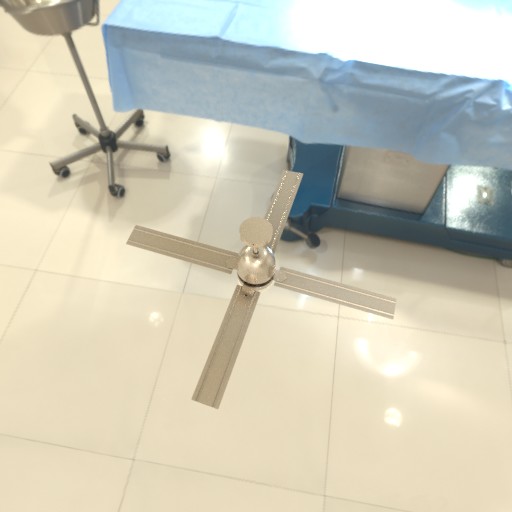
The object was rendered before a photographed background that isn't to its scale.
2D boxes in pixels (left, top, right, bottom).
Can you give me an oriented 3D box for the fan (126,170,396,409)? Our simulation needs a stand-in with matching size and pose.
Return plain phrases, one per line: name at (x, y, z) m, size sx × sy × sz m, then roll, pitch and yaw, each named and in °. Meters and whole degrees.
fan at (0.000, 0.000, 2.044) m, size 1.346 × 0.406 × 1.346 m, roll 14°, pitch 59°, yaw 9°
